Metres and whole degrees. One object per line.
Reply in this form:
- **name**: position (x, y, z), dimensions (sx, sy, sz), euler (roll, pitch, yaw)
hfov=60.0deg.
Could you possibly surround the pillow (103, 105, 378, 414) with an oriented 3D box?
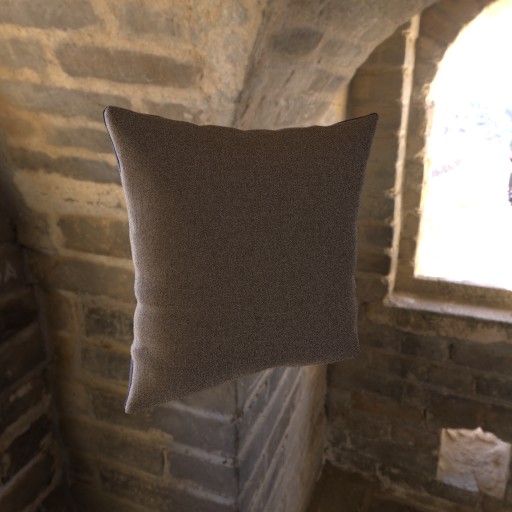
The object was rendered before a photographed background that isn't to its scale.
- **pillow**: position (0.000, 0.000, 0.702), dimensions (0.440, 0.441, 0.147), euler (-7, 16, -25)
